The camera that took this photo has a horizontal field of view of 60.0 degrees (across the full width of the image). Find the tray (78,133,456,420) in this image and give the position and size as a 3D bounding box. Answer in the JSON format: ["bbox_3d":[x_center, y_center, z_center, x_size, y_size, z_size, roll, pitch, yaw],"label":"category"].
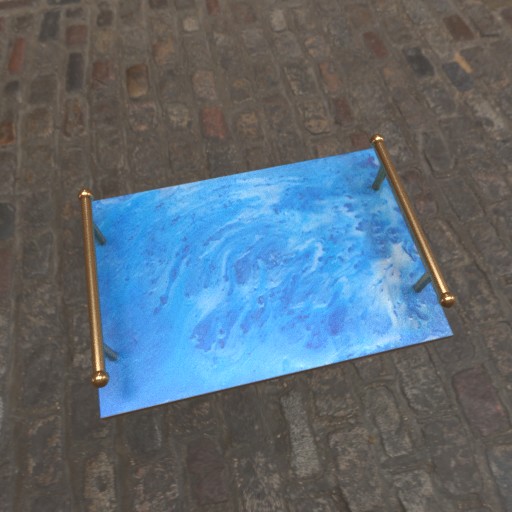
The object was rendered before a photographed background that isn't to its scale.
[{"bbox_3d":[0.000,0.000,0.577,0.444,0.084,0.304,-12,65,-5],"label":"tray"}]
